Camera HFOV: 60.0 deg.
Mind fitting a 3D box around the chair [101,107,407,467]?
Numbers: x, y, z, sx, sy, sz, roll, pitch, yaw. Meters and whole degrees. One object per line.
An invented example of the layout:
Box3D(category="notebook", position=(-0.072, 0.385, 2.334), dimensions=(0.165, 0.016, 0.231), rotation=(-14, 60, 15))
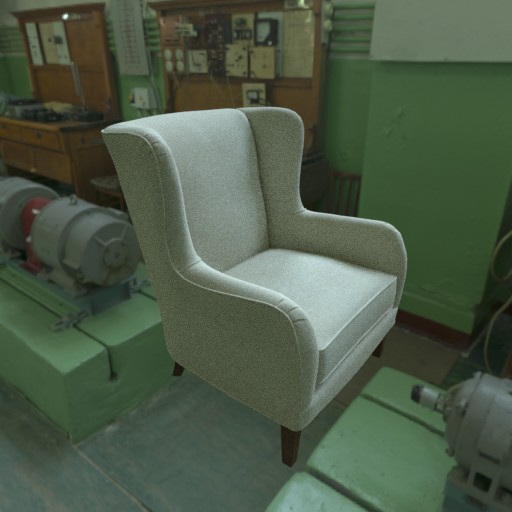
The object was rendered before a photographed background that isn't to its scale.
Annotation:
Box3D(category="chair", position=(0.000, 0.000, 1.756), dimensions=(0.966, 1.040, 0.838), rotation=(17, 30, 33))
